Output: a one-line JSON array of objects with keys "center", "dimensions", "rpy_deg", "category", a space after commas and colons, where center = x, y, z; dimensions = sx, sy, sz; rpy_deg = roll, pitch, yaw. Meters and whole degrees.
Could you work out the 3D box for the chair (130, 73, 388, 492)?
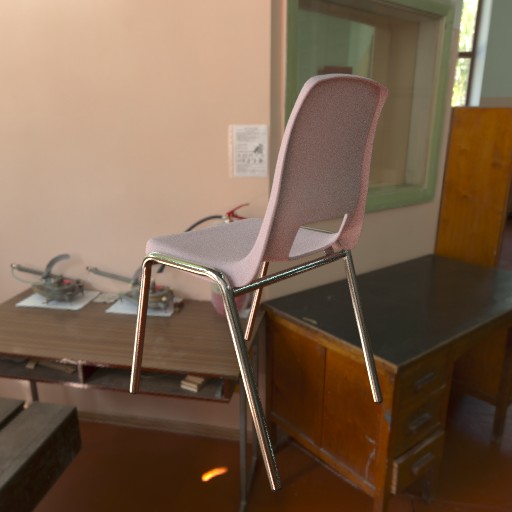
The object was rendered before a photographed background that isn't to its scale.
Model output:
[{"center": [0.000, 0.000, 0.898], "dimensions": [0.436, 0.653, 0.381], "rpy_deg": [15, 22, 42], "category": "chair"}]
